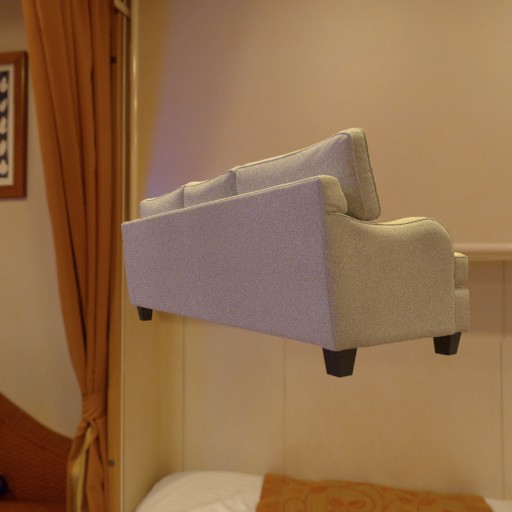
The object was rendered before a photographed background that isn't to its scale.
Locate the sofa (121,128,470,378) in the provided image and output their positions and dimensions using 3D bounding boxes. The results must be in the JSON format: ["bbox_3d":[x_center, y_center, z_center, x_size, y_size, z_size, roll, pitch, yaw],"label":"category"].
[{"bbox_3d":[0.000,0.000,2.836,1.016,0.991,2.323,1,-1,-35],"label":"sofa"}]
